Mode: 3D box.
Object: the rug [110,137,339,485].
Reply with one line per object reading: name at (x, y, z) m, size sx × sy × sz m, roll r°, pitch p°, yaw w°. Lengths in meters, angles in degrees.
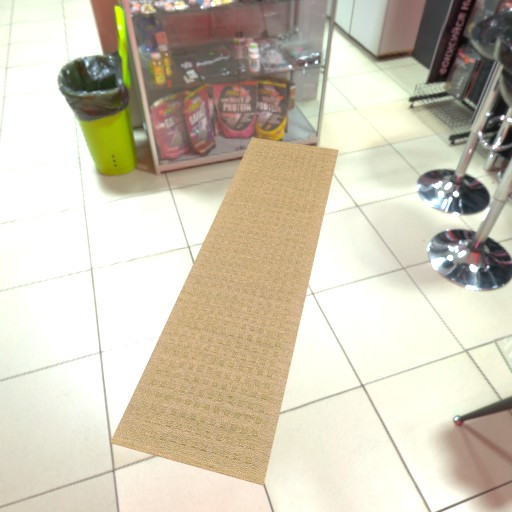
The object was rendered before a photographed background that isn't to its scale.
rug at (0.000, 0.000, 2.661) m, size 0.686 × 0.006 × 2.437 m, roll 11°, pitch 49°, yaw 10°
